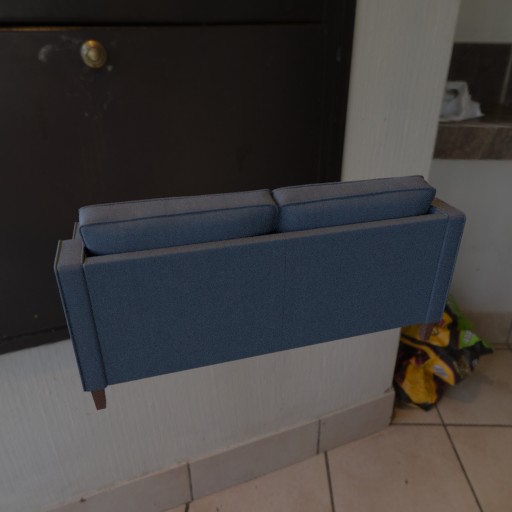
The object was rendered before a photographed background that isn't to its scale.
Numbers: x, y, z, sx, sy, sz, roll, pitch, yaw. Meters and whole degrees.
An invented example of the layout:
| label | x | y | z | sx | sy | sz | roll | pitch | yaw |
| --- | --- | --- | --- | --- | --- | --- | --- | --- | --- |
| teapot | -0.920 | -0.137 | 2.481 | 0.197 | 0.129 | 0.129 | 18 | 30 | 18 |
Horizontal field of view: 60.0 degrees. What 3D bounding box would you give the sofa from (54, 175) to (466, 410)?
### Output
| label | x | y | z | sx | sy | sz | roll | pitch | yaw |
| --- | --- | --- | --- | --- | --- | --- | --- | --- | --- |
| sofa | 0.000 | 0.000 | 2.834 | 2.178 | 1.071 | 1.066 | -8 | 28 | -15 |
